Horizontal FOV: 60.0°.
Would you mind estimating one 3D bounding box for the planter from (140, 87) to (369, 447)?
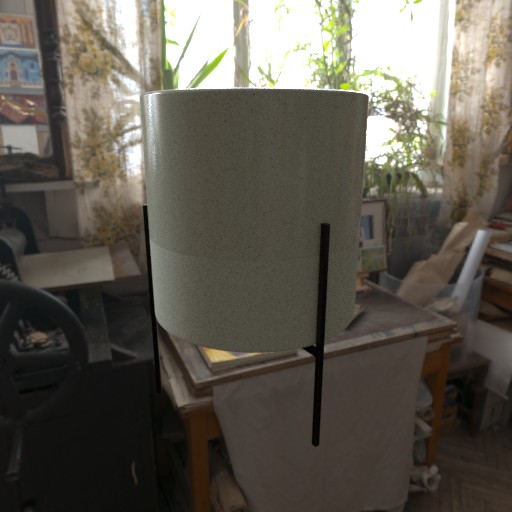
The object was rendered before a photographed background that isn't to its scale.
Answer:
[{"bbox_3d":[0.000,0.000,0.696,0.314,0.475,0.323,9,19,26],"label":"planter"}]
